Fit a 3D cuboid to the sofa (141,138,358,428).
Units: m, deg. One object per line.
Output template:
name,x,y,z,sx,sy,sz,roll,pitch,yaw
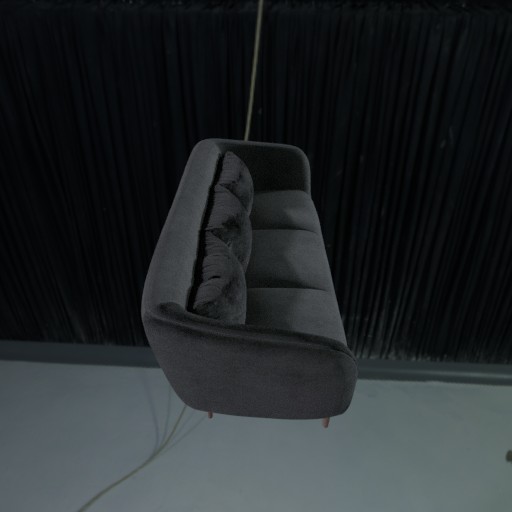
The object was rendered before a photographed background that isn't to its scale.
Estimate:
sofa,0.000,0.000,2.795,0.956,0.875,2.296,0,33,0
